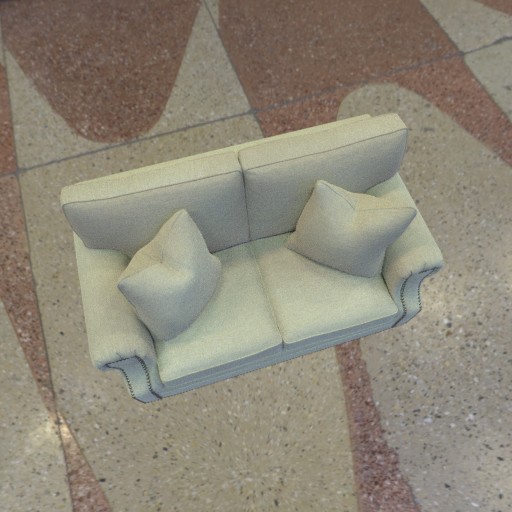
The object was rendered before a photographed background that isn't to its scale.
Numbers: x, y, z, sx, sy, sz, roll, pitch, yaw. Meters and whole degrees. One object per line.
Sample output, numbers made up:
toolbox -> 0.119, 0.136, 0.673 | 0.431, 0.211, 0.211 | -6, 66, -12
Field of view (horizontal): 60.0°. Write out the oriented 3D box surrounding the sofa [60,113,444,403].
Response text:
sofa -> 0.000, 0.000, 2.260 | 1.701, 0.966, 0.966 | -15, 65, -7
